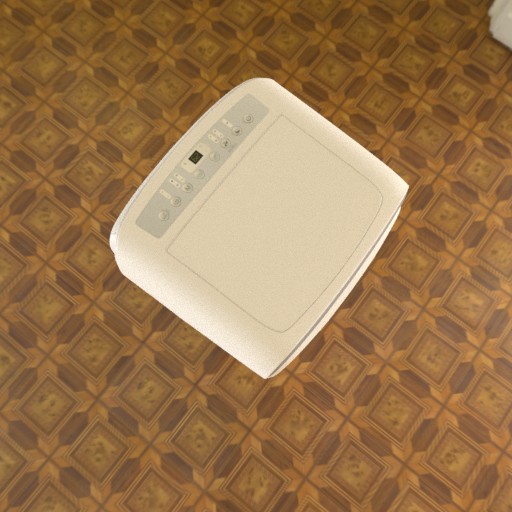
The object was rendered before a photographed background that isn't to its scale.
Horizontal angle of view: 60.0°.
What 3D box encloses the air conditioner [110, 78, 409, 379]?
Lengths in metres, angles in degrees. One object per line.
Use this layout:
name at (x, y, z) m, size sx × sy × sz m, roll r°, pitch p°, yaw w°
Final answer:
air conditioner at (0.000, 0.000, 1.090) m, size 0.467 × 0.765 × 0.478 m, roll 37°, pitch 79°, yaw 8°
